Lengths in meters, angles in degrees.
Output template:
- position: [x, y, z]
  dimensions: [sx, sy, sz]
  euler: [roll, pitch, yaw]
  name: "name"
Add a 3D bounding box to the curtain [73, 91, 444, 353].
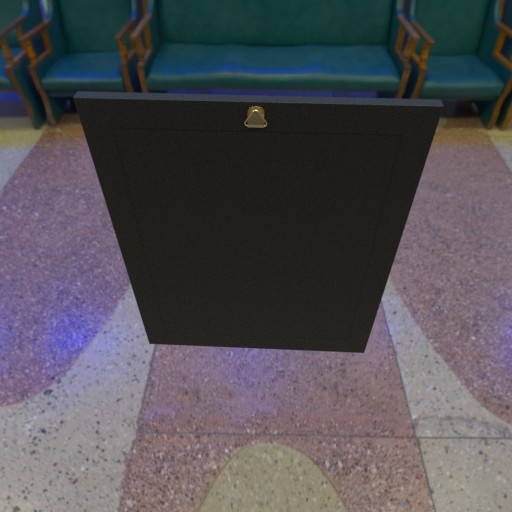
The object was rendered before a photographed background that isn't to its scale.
- position: [0.000, 0.000, 0.790]
  dimensions: [0.483, 0.585, 0.027]
  euler: [2, 46, 2]
  name: "curtain"
